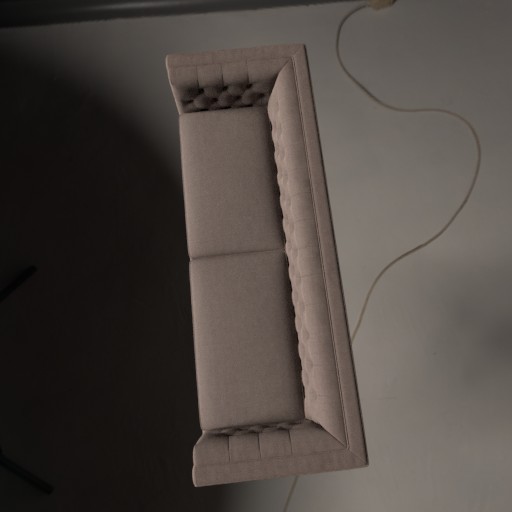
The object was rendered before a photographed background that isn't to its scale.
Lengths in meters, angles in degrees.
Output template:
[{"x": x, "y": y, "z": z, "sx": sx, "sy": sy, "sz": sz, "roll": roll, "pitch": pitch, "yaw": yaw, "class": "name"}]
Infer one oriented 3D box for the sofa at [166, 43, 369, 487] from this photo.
[{"x": 0.000, "y": 0.000, "z": 2.528, "sx": 0.775, "sy": 0.762, "sz": 2.159, "roll": -6, "pitch": 77, "yaw": -1, "class": "sofa"}]
